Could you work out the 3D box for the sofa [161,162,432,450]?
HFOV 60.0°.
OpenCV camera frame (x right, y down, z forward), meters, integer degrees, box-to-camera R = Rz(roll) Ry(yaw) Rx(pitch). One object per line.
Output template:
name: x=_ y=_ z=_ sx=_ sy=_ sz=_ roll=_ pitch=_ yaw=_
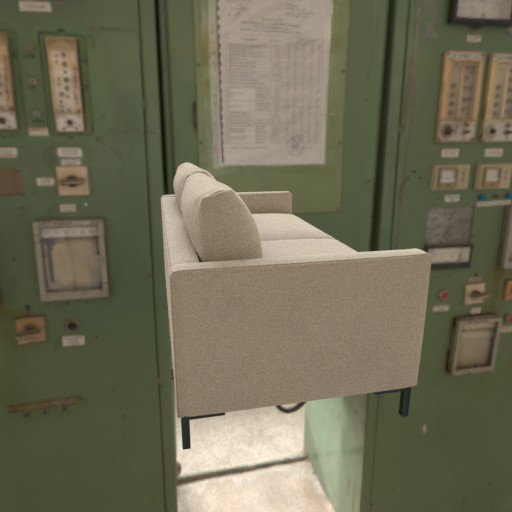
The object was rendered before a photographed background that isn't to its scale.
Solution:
sofa: x=0.000 y=0.000 z=2.189 sx=0.875 sy=0.840 sz=1.682 roll=-3 pitch=16 yaw=-12
